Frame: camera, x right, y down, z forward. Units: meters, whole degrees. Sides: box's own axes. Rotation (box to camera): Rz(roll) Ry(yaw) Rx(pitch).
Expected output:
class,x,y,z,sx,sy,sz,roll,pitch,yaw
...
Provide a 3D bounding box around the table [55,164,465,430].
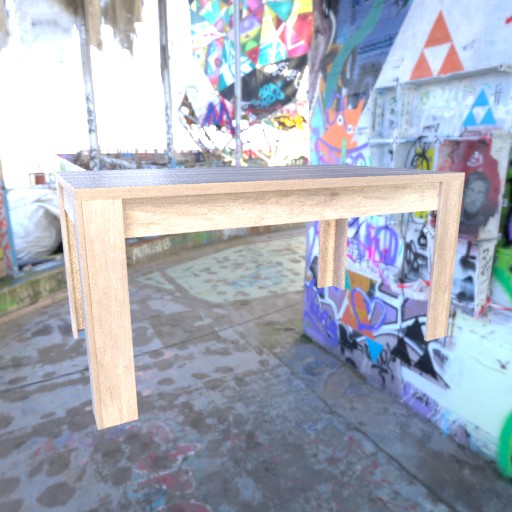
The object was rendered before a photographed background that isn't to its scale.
class,x,y,z,sx,sy,sz,roll,pitch,yaw
table,0.000,0.000,2.077,1.600,0.775,0.900,-7,16,-26
